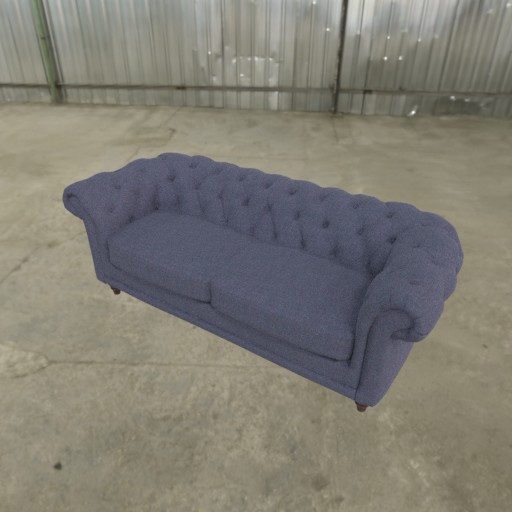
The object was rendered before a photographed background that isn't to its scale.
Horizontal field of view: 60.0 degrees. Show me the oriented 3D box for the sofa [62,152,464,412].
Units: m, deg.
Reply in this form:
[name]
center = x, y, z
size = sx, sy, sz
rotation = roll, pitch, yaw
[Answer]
[sofa]
center = 0.000, 0.000, 2.804
size = 2.335, 0.836, 1.046
rotation = 19, 36, 28
